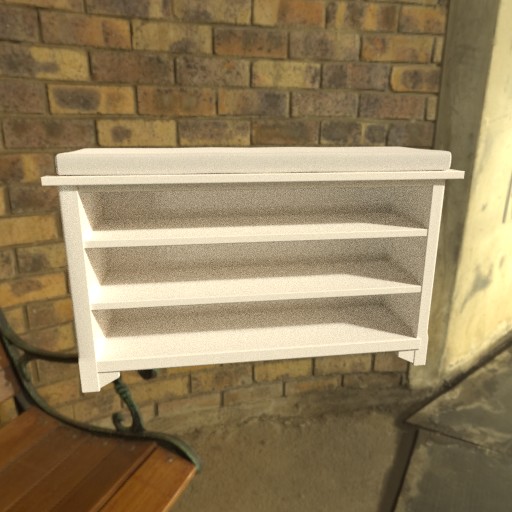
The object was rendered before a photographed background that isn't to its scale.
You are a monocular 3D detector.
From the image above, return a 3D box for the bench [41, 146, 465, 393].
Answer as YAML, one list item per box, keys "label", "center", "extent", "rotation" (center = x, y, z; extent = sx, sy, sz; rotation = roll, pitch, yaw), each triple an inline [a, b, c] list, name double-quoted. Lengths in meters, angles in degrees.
- label: "bench"
  center: [0.000, 0.000, 1.254]
  extent: [0.987, 0.589, 0.346]
  rotation: [-2, 16, -8]
